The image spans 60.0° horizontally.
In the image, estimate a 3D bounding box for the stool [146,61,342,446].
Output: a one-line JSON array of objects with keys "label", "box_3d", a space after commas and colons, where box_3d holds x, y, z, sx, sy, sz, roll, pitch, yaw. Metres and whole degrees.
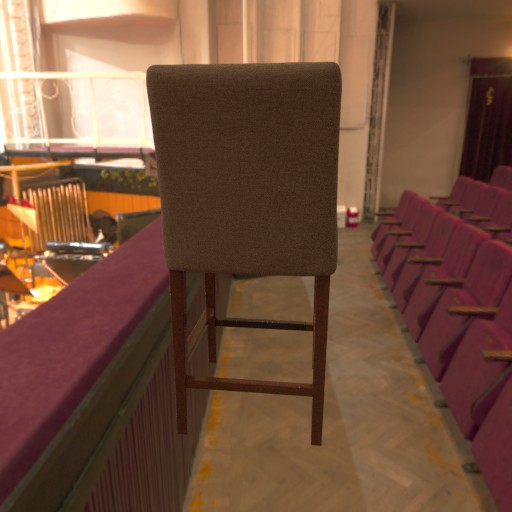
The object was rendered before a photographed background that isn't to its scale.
[{"label": "stool", "box_3d": [0.000, 0.000, 1.299, 0.470, 0.981, 0.577, 2, 16, 7]}]
